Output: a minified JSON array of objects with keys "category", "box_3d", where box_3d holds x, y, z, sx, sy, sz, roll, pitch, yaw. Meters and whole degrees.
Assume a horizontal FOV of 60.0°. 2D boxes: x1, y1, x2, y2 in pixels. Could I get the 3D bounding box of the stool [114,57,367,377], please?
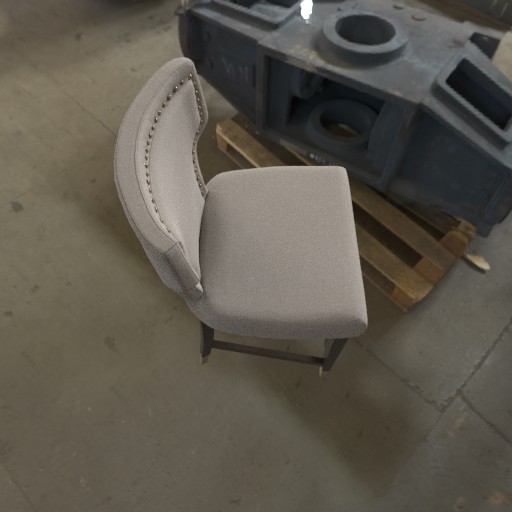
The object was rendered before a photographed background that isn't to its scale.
[{"category":"stool","box_3d":[0.000,0.000,1.305,0.563,0.982,0.527,-1,62,0]}]
